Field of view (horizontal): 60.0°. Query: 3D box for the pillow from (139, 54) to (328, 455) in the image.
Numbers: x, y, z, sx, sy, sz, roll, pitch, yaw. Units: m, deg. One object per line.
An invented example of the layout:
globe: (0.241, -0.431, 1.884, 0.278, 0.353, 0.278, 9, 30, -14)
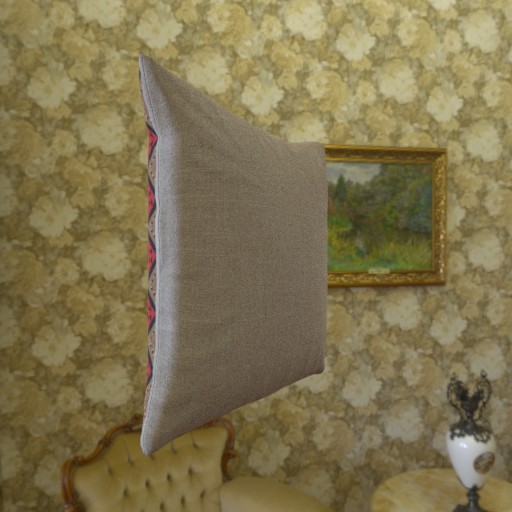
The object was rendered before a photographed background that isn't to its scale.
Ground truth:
pillow: (0.000, 0.000, 0.771, 0.158, 0.511, 0.513, 0, 0, 34)
